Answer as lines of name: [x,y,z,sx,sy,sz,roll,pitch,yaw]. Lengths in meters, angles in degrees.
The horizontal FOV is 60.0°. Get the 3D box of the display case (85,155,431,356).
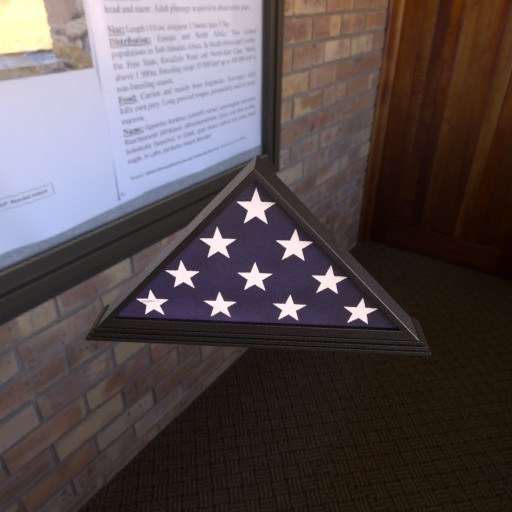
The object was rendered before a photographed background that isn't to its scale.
display case: [0.000,0.000,0.774,0.640,0.340,0.095,2,31,3]
